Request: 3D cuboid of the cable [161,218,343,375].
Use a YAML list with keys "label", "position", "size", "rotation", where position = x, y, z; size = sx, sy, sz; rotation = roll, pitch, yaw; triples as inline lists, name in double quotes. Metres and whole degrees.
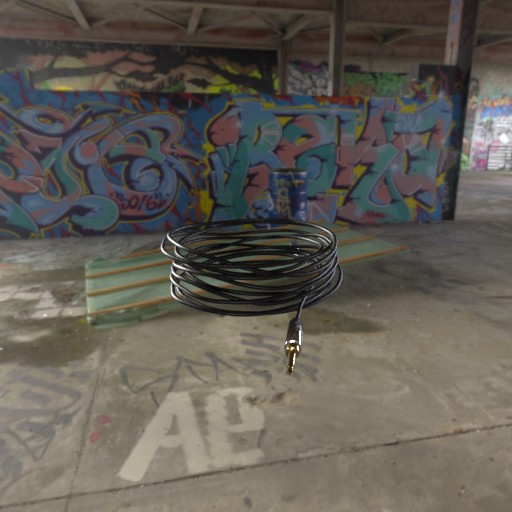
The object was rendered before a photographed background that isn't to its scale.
- label: "cable"
  position: [0.000, 0.000, 0.515]
  size: [0.198, 0.069, 0.432]
  rotation: [2, 15, 8]
